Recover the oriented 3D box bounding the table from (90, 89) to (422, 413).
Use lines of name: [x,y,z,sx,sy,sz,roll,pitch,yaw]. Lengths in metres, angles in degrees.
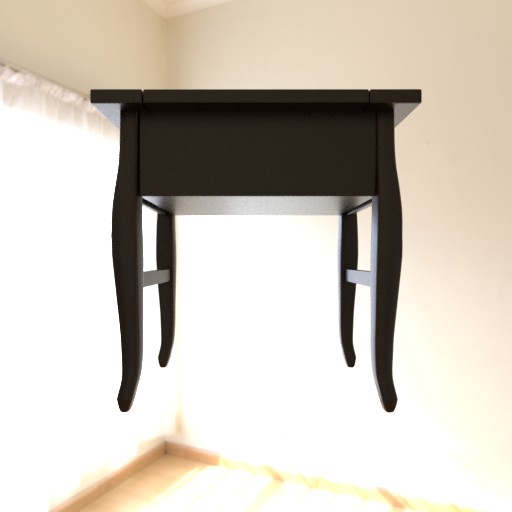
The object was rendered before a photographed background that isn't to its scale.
table: [0.000,0.000,1.030,0.602,0.604,0.460,0,0,0]
